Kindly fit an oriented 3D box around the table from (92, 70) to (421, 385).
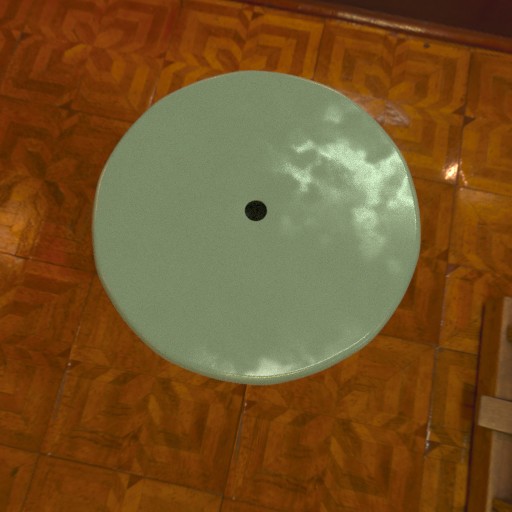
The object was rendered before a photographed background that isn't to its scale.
[{"bbox_3d":[0.000,0.000,0.648,0.352,0.387,0.352,0,76,0],"label":"table"}]
